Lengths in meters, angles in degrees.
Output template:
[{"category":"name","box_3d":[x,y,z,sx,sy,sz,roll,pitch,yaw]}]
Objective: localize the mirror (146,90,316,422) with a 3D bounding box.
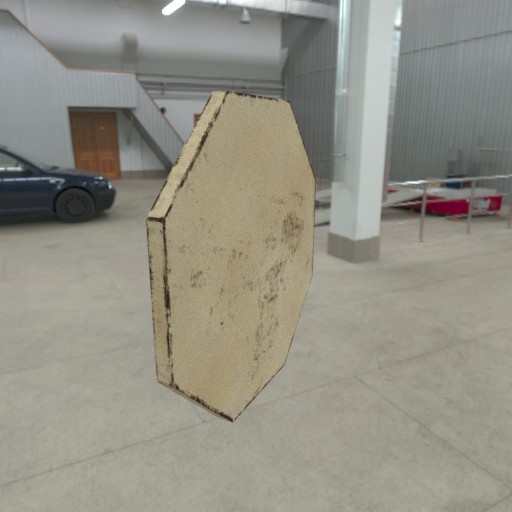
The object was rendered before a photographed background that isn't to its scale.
[{"category":"mirror","box_3d":[0.000,0.000,0.954,0.031,0.648,0.648,8,17,26]}]
